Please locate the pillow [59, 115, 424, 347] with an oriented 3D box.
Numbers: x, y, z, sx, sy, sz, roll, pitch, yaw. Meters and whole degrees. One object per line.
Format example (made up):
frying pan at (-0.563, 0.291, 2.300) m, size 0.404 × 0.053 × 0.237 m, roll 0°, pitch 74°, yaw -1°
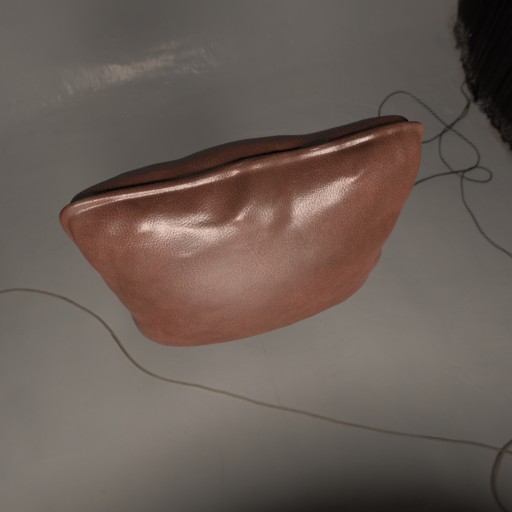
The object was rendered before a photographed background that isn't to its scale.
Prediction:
pillow at (0.000, 0.000, 0.811) m, size 0.532 × 0.523 × 0.236 m, roll -15°, pitch 63°, yaw -8°
